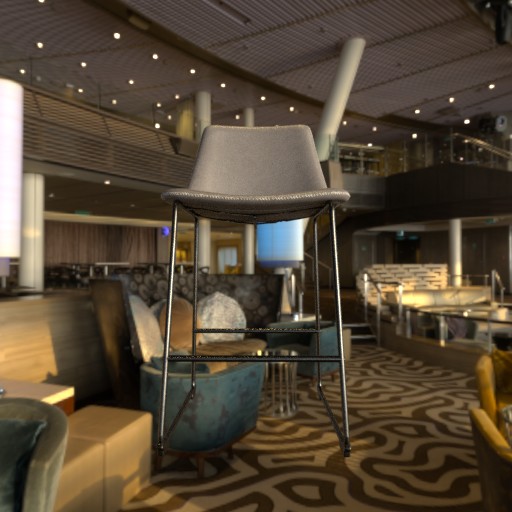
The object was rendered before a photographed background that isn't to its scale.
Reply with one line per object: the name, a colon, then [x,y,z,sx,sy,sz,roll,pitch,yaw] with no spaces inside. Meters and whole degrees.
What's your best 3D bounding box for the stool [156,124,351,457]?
stool: [0.000,0.000,1.224,0.470,0.876,0.546,0,-1,1]
